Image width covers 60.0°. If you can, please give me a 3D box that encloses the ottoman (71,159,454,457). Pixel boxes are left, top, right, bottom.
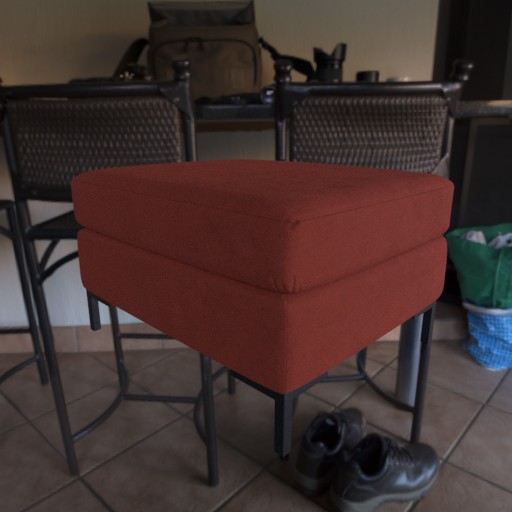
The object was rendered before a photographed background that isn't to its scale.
[{"bbox_3d":[0.000,0.000,1.173,0.782,0.462,0.650,16,23,42],"label":"ottoman"}]
